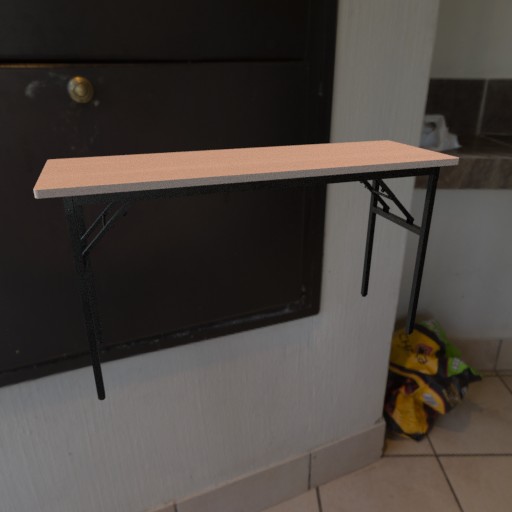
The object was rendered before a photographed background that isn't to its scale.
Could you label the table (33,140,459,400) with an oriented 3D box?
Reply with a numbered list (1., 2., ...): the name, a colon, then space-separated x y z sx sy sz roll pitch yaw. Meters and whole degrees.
1. table: 0.000 0.000 1.719 1.397 0.750 0.447 -8 24 -17
